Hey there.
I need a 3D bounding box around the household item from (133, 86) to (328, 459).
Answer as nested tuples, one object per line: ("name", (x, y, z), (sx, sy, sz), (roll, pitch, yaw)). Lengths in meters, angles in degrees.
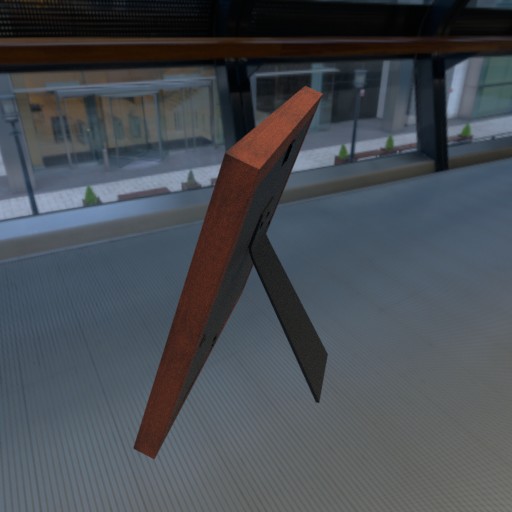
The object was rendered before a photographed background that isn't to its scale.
("household item", (0.000, 0.000, 0.372), (0.131, 0.240, 0.240), (7, 29, 13))
